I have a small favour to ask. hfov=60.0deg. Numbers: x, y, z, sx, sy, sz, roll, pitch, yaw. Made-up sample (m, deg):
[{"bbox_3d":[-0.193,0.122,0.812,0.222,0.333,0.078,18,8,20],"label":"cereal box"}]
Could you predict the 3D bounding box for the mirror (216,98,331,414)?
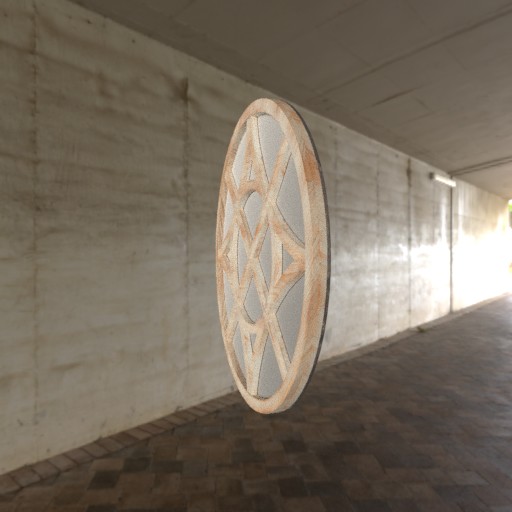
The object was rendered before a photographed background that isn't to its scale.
[{"bbox_3d":[0.000,0.000,1.060,0.038,0.710,0.710,0,1,-18],"label":"mirror"}]
